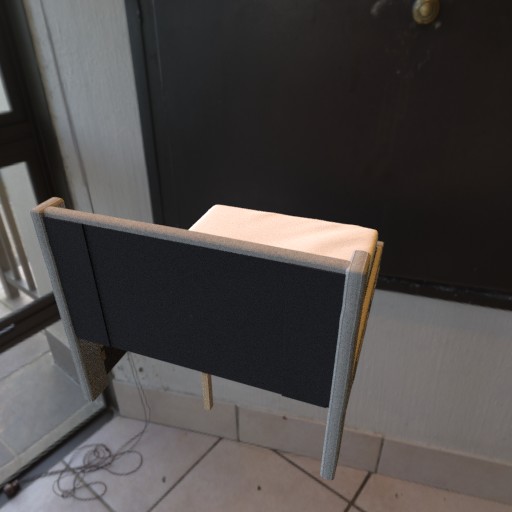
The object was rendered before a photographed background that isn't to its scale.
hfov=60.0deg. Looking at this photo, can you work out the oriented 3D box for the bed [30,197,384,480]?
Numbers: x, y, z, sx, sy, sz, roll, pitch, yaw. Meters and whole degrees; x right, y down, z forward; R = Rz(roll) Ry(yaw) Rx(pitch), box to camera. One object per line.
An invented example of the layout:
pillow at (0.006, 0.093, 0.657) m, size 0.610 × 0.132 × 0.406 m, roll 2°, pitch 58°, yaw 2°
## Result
bed at (0.000, 0.000, 3.369) m, size 1.774 × 1.491 × 2.222 m, roll 11°, pitch 33°, yaw 17°
